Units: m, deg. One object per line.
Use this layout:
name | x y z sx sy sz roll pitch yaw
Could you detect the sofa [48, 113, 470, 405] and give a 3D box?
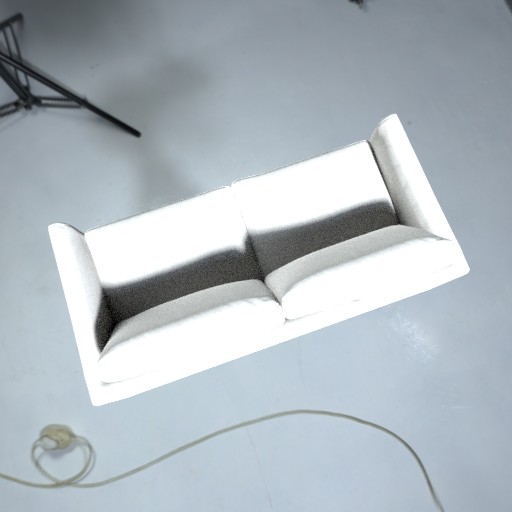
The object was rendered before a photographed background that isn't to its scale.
sofa | 0.000 0.000 2.784 2.588 0.838 1.090 -19 77 -4
